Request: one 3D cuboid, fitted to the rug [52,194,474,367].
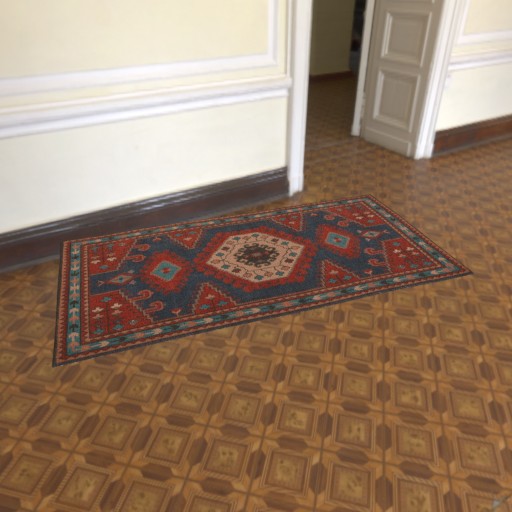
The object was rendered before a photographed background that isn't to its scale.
[{"bbox_3d":[0.000,0.000,3.604,3.032,0.034,1.522,-10,34,-16],"label":"rug"}]
